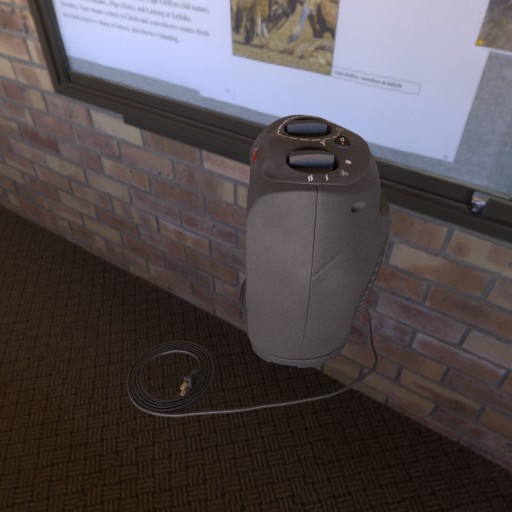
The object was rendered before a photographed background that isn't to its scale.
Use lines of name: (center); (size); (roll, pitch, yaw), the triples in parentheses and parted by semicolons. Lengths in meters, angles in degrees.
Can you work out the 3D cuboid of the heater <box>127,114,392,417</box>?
heater: (0.000, 0.000, 0.476); (0.291, 0.255, 0.239); (1, 42, 1)
